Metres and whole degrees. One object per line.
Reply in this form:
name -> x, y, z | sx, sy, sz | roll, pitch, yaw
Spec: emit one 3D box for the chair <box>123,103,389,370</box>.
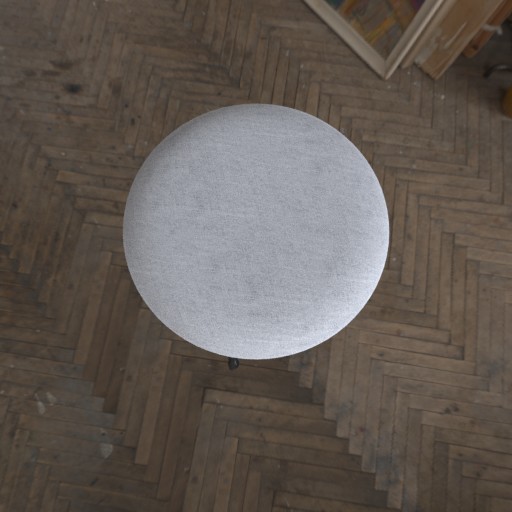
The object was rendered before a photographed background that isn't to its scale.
chair -> 0.000, 0.000, 0.671 | 0.350, 0.386, 0.350 | 14, 77, 3
